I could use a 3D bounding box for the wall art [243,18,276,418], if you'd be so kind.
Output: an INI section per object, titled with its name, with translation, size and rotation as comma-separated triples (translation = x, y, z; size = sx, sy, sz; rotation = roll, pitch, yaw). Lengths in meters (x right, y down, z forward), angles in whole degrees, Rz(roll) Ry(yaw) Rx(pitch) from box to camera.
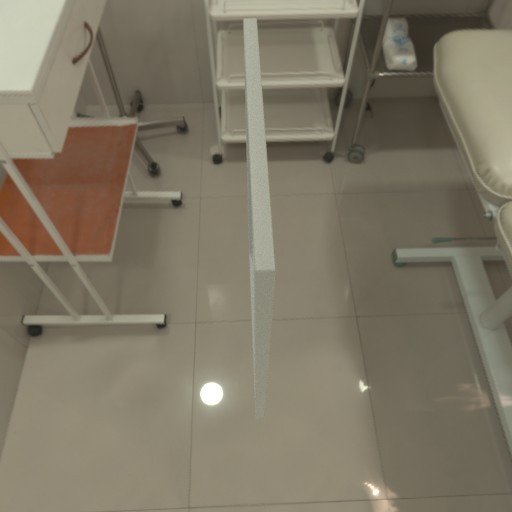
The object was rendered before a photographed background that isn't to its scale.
[wall art]
translation = 0.000, 0.000, 1.507
size = 0.038, 1.183, 0.808
rotation = -2, 58, -1
